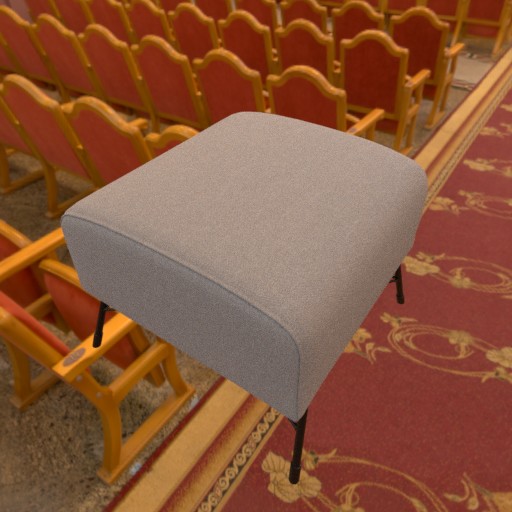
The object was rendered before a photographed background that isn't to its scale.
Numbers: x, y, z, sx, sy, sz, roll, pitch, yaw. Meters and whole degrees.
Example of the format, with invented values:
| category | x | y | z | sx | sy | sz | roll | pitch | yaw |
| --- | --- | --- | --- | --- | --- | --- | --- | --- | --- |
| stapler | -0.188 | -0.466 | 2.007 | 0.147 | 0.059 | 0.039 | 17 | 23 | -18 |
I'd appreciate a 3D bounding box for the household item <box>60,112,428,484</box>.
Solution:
| category | x | y | z | sx | sy | sz | roll | pitch | yaw |
| --- | --- | --- | --- | --- | --- | --- | --- | --- | --- |
| household item | 0.000 | 0.000 | 0.905 | 0.530 | 0.410 | 0.530 | 24 | 46 | 25 |
